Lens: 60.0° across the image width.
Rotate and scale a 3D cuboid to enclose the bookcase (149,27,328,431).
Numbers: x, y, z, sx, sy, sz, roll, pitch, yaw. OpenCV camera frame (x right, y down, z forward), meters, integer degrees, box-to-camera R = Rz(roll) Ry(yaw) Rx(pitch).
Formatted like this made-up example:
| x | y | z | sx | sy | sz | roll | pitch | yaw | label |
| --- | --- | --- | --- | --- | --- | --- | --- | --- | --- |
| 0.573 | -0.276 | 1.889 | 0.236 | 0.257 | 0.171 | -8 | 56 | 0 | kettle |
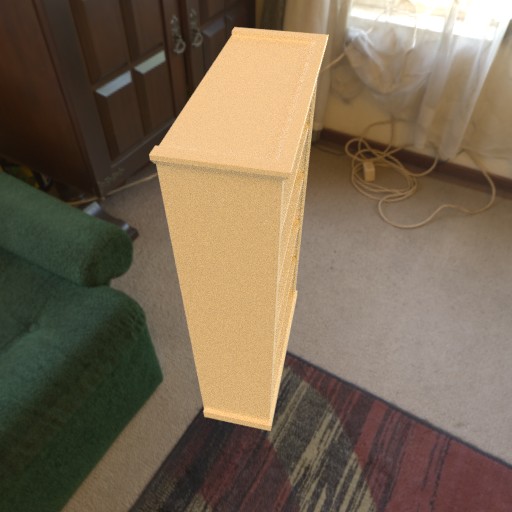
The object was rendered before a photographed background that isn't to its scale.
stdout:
| x | y | z | sx | sy | sz | roll | pitch | yaw | label |
| --- | --- | --- | --- | --- | --- | --- | --- | --- | --- |
| 0.000 | 0.000 | 2.336 | 0.432 | 1.880 | 1.050 | 9 | 47 | 8 | bookcase |
